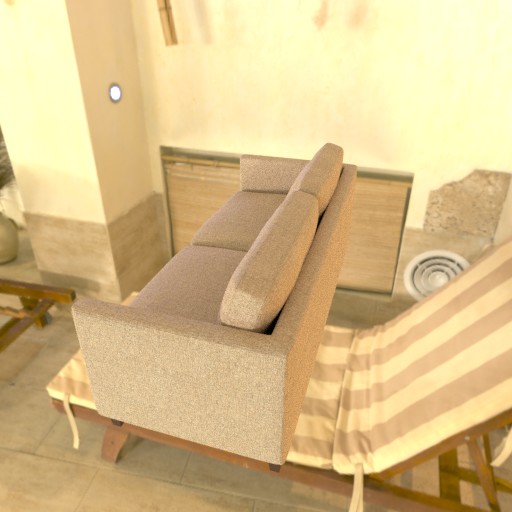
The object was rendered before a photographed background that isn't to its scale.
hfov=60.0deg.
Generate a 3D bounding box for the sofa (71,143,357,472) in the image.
[{"bbox_3d":[0.000,0.000,2.711,0.951,0.965,2.208,9,31,15],"label":"sofa"}]
